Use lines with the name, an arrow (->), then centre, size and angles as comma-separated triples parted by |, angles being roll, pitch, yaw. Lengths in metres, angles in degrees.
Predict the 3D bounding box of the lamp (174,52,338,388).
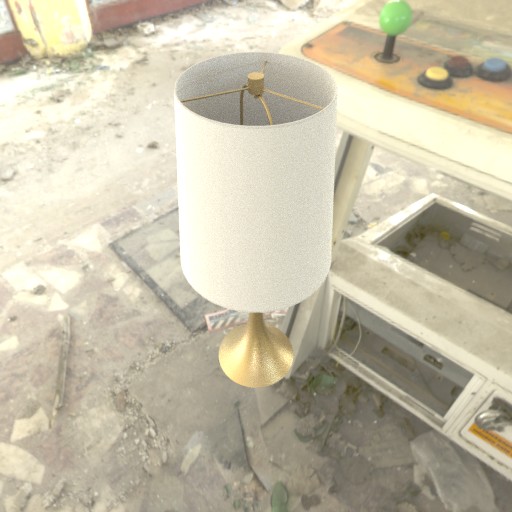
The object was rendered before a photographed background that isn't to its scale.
lamp -> 0.000, 0.000, 0.690 | 0.231, 0.569, 0.231 | 0, 46, 0
